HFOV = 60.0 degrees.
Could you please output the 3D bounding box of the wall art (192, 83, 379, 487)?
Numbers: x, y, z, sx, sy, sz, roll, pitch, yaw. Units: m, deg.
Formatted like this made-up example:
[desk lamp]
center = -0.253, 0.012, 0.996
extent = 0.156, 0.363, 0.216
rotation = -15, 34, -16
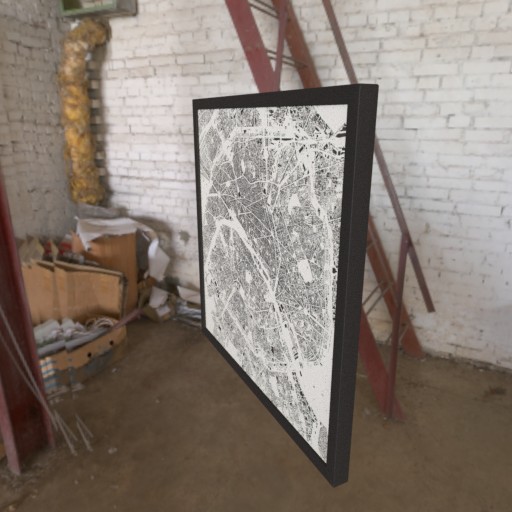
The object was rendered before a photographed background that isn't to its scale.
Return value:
[wall art]
center = 0.000, 0.000, 1.111
extent = 0.037, 0.763, 0.763
rotation = -9, 20, -26
